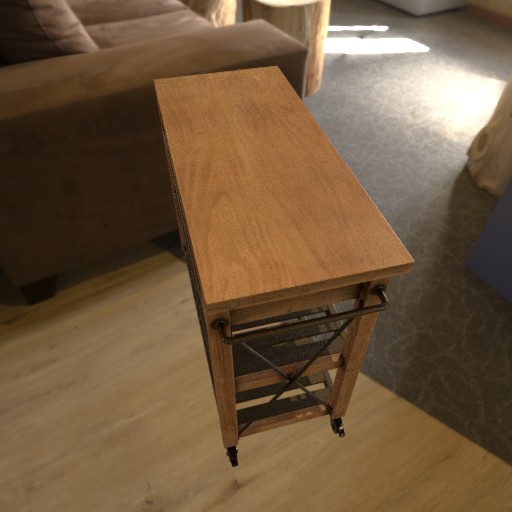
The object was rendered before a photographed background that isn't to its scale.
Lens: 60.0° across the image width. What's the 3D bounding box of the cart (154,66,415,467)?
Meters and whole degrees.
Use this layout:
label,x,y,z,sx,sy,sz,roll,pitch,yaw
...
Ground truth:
label,x,y,z,sx,sy,sz,roll,pitch,yaw
cart,0.000,0.000,0.987,0.298,0.554,0.686,-11,47,-10
